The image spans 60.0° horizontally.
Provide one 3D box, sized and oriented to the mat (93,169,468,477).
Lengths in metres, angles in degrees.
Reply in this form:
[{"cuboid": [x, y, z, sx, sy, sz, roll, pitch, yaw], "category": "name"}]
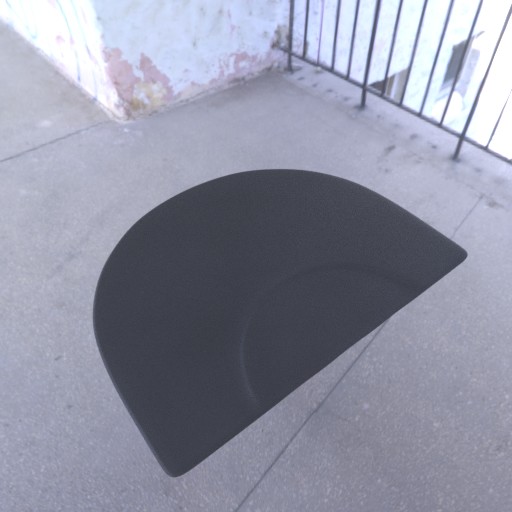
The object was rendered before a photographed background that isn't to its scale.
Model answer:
[{"cuboid": [0.000, 0.000, 1.553, 1.220, 0.016, 0.917, -30, 55, -24], "category": "mat"}]
